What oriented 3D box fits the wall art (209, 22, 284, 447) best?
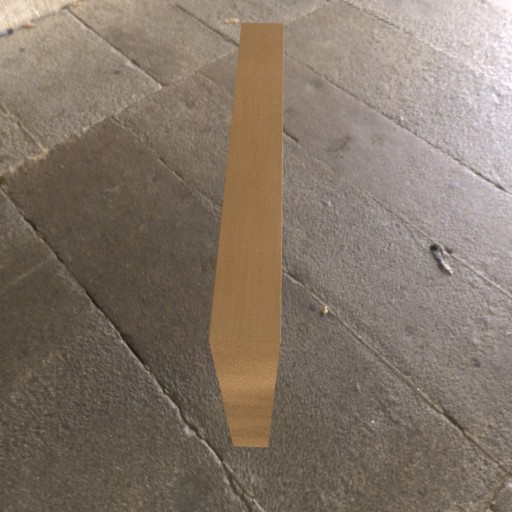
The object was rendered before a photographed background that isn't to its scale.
[{"bbox_3d":[0.000,0.000,0.444,0.038,0.303,0.305,2,57,1],"label":"wall art"}]
